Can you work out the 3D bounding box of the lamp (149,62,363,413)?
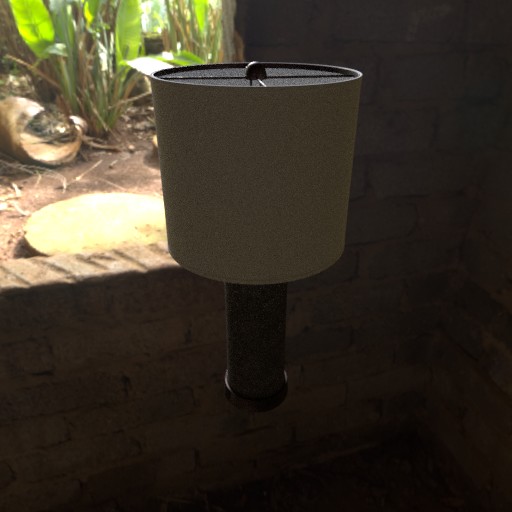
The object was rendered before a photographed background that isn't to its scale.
[{"bbox_3d":[0.000,0.000,0.782,0.301,0.630,0.301,21,35,33],"label":"lamp"}]
